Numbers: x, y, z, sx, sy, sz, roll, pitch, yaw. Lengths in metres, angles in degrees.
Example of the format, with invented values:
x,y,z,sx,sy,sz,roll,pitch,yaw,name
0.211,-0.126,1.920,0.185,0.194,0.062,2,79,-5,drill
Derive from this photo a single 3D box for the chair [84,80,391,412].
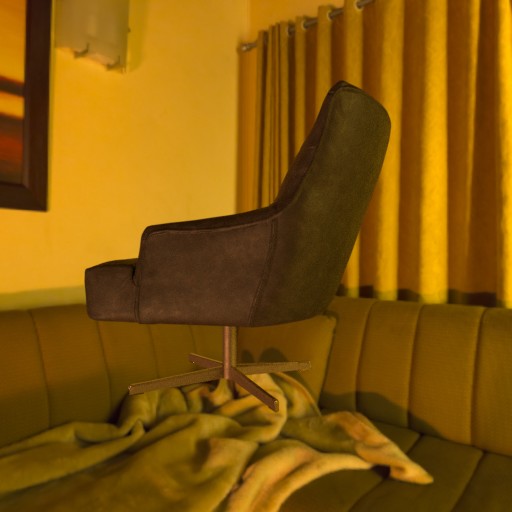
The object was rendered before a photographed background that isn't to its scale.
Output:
x,y,z,sx,sy,sz,roll,pitch,yaw,name
0.000,0.000,1.502,0.874,0.870,0.738,0,1,18,chair
